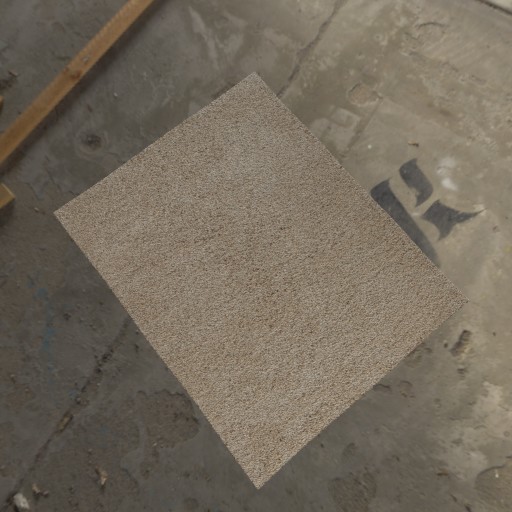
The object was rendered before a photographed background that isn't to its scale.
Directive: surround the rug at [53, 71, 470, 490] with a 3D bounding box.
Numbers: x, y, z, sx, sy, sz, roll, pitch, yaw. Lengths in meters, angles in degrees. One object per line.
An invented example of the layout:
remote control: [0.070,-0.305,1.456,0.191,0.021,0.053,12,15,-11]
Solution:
rug: [0.000,0.000,4.003,2.400,0.025,3.000,-38,79,-9]
